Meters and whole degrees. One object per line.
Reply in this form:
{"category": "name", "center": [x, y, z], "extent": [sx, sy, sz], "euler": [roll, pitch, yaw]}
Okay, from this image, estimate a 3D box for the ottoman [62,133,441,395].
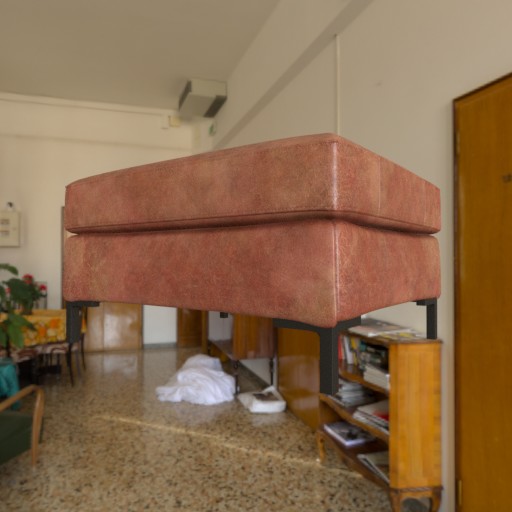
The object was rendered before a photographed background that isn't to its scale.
{"category": "ottoman", "center": [0.000, 0.000, 1.752], "extent": [1.186, 0.667, 0.965], "euler": [0, -1, 36]}
